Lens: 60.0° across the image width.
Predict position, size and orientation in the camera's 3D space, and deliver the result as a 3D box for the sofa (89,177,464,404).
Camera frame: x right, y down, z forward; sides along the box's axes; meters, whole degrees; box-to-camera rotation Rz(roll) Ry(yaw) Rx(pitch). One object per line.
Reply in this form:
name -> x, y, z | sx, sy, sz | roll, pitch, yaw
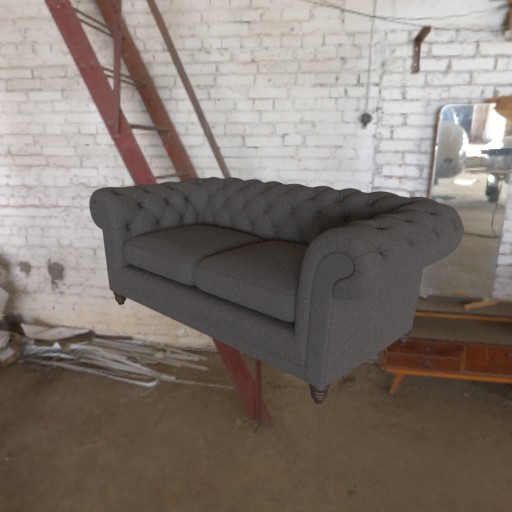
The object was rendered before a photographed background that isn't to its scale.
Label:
sofa -> 0.000, 0.000, 2.509 | 1.998, 0.764, 0.986 | 14, 21, 42
